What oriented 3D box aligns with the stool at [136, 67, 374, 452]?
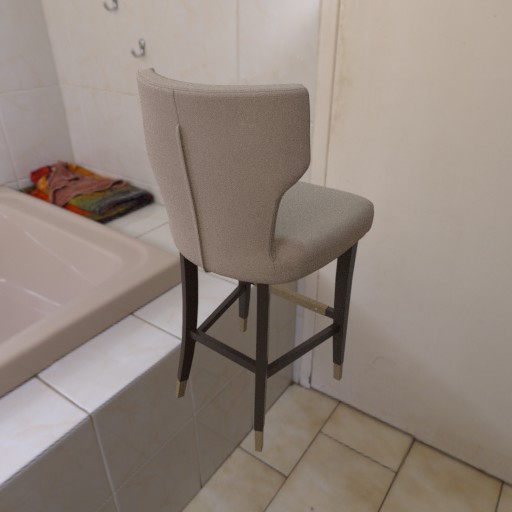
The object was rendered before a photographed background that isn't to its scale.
[{"bbox_3d":[0.000,0.000,1.387,0.526,1.092,0.563,21,36,32],"label":"stool"}]
